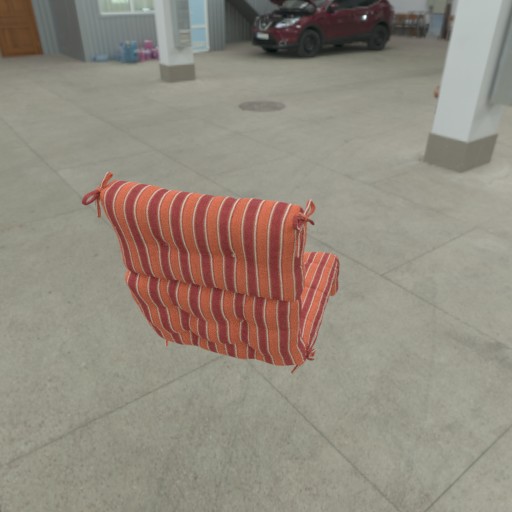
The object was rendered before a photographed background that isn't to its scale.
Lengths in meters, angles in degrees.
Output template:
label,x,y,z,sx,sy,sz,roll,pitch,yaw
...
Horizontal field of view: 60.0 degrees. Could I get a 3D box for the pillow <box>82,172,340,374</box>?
label,x,y,z,sx,sy,sz,roll,pitch,yaw
pillow,0.000,0.000,1.533,0.526,0.863,1.016,10,32,15
